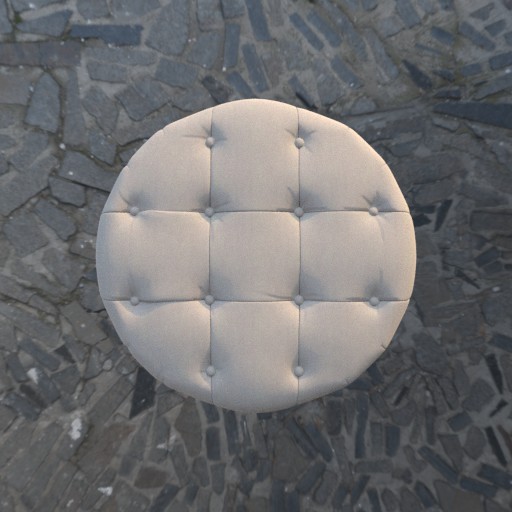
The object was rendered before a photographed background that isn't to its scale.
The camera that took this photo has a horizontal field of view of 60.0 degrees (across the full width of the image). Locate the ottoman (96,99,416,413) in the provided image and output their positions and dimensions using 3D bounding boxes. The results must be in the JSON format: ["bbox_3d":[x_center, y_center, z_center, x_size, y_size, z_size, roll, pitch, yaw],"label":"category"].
[{"bbox_3d":[0.000,0.000,1.397,0.901,0.439,0.901,0,90,1],"label":"ottoman"}]
